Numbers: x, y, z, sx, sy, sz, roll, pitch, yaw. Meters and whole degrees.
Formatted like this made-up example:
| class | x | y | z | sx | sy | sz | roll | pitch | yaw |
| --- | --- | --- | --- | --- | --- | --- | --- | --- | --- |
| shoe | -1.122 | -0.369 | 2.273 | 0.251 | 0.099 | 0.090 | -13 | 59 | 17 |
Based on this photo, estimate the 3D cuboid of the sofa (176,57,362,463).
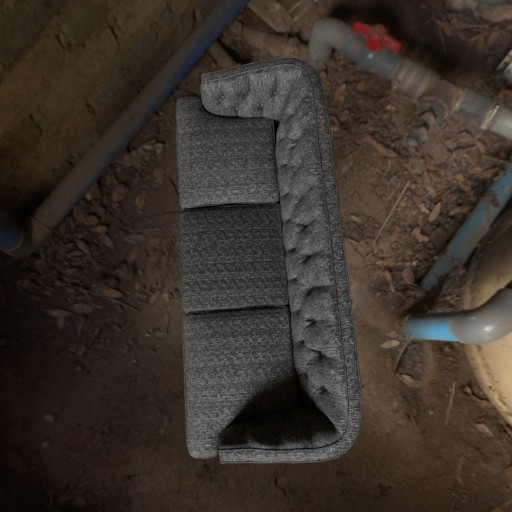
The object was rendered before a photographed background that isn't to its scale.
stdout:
| class | x | y | z | sx | sy | sz | roll | pitch | yaw |
| --- | --- | --- | --- | --- | --- | --- | --- | --- | --- |
| sofa | 0.000 | 0.000 | 2.751 | 0.941 | 0.855 | 2.278 | -4 | 76 | -1 |
